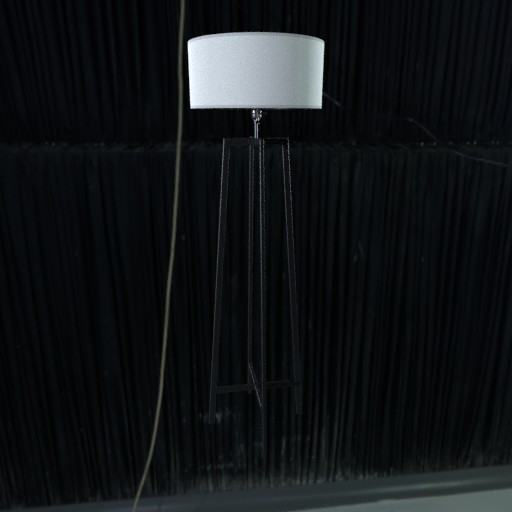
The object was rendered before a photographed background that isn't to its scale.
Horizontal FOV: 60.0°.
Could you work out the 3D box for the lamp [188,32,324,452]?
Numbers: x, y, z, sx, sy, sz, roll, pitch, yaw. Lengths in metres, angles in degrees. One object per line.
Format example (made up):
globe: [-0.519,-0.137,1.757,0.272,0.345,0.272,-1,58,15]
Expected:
lamp: [0.000,0.000,1.734,0.456,1.510,0.457,-3,18,-9]
